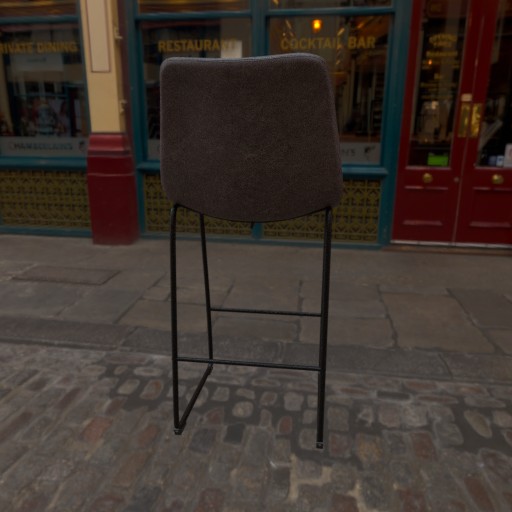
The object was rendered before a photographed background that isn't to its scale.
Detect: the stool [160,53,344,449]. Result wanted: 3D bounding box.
[{"bbox_3d":[0.000,0.000,1.393,0.514,1.082,0.561,2,15,8],"label":"stool"}]
